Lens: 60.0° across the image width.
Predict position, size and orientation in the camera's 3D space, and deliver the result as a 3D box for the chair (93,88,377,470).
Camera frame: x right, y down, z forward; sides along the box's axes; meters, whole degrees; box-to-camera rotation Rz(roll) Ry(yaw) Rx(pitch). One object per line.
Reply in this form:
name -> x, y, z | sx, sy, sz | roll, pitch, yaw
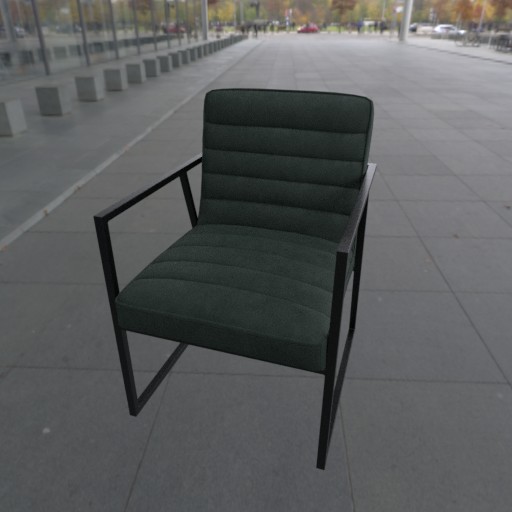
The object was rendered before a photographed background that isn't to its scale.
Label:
chair -> 0.000, 0.000, 1.267 | 0.571, 0.833, 0.677 | 9, 29, 16
